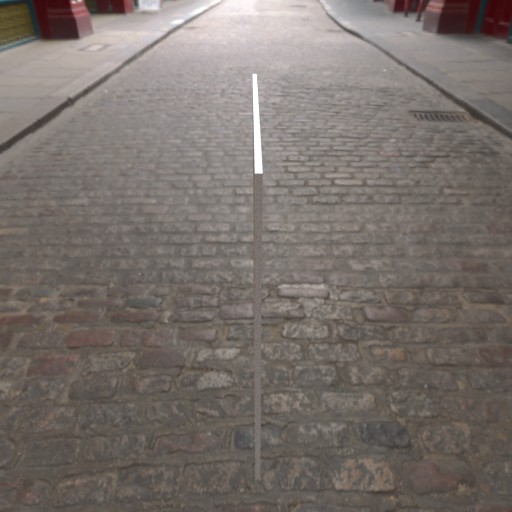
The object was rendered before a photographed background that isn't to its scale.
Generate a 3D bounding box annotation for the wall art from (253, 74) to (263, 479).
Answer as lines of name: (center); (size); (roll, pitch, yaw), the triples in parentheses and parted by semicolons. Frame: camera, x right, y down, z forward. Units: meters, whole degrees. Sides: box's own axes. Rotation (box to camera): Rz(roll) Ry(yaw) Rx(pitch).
wall art: (0.000, 0.000, 0.695); (0.007, 0.456, 0.456); (0, 32, -1)
